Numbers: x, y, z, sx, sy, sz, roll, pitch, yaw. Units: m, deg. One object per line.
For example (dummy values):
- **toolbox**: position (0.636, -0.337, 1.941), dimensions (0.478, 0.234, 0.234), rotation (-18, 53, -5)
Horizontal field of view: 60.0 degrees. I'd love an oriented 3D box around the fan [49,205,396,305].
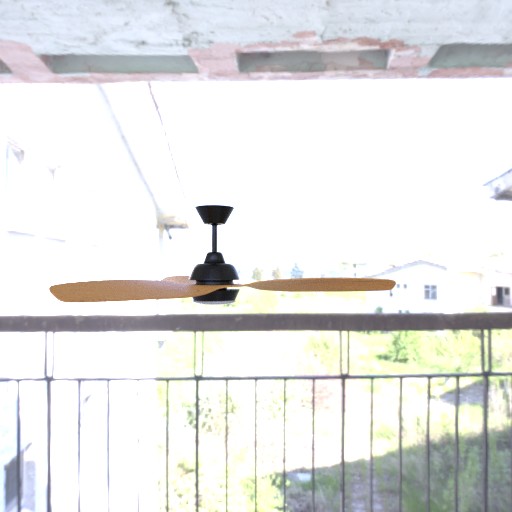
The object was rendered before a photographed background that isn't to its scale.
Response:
- **fan**: position (0.000, 0.000, 1.628), dimensions (1.010, 0.355, 1.142), rotation (0, -2, 0)
